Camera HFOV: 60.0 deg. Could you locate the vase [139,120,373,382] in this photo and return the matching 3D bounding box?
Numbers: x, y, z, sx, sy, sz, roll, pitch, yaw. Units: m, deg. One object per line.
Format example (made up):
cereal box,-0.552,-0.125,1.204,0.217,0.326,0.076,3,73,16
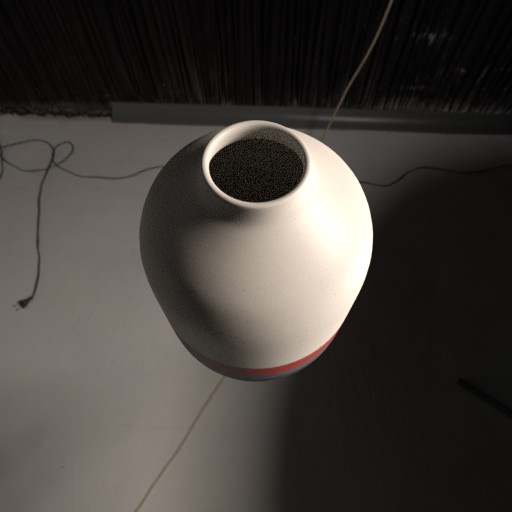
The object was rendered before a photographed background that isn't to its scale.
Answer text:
vase,0.000,0.000,0.357,0.169,0.237,0.169,0,63,0
